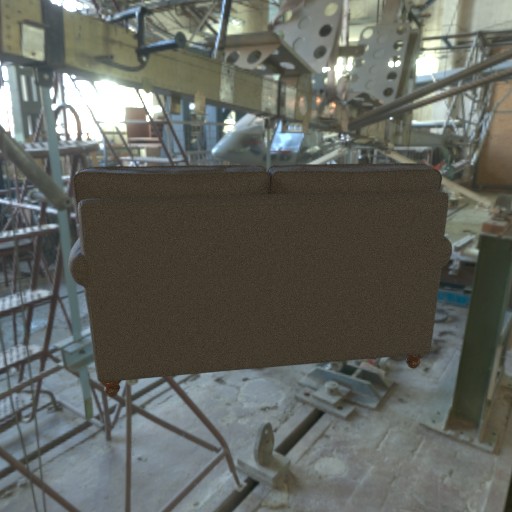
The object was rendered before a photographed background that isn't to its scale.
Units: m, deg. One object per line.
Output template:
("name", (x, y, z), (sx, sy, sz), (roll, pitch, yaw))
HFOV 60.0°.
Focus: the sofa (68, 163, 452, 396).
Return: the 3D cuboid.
("sofa", (0.000, 0.000, 2.241), (1.665, 0.937, 0.964), (-3, 15, -10))
